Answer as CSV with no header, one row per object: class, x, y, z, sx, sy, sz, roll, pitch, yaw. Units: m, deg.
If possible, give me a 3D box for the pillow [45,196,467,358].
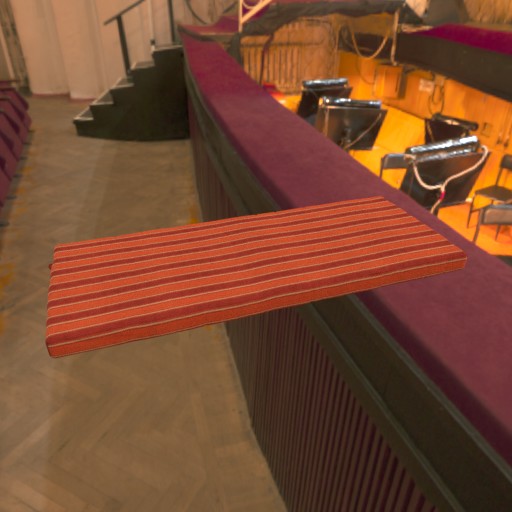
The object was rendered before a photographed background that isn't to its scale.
pillow,0.000,0.000,1.334,1.187,0.081,0.492,-10,33,-16
